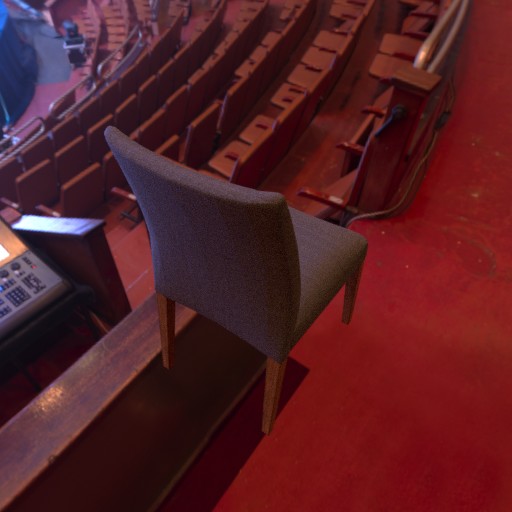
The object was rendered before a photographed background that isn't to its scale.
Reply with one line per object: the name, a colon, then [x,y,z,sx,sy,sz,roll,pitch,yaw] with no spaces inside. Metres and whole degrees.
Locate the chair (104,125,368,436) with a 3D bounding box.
chair: [0.000,0.000,1.302,0.496,0.940,0.585,26,52,23]
